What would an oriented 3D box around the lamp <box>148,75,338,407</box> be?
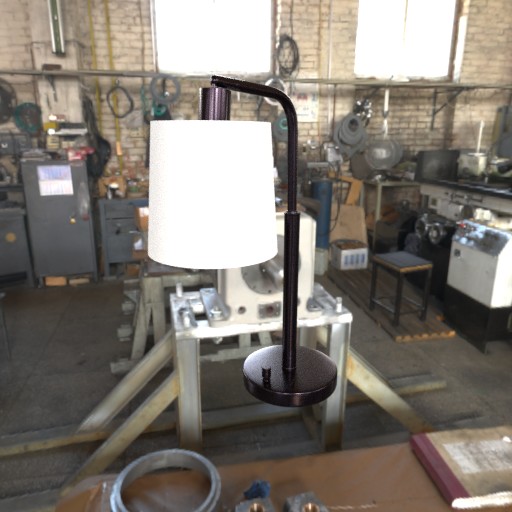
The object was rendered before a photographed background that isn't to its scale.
[{"bbox_3d":[0.000,0.000,0.657,0.171,0.489,0.333,15,22,43],"label":"lamp"}]
